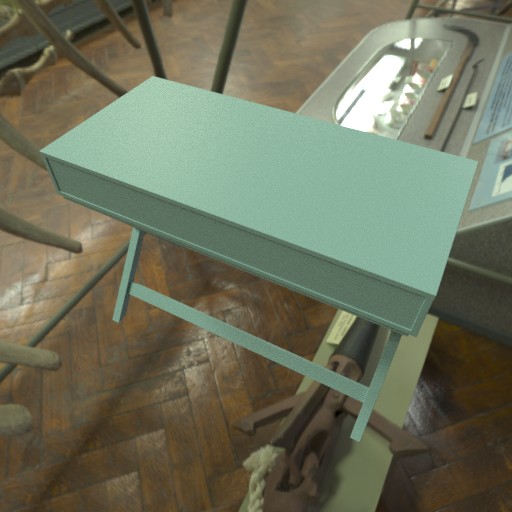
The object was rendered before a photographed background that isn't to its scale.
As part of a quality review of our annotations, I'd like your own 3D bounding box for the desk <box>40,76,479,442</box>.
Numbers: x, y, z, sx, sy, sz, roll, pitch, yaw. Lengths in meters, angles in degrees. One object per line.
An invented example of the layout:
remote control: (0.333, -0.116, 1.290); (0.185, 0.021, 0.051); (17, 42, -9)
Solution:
desk: (0.000, 0.000, 1.465); (1.059, 0.780, 0.509); (21, 51, 19)
